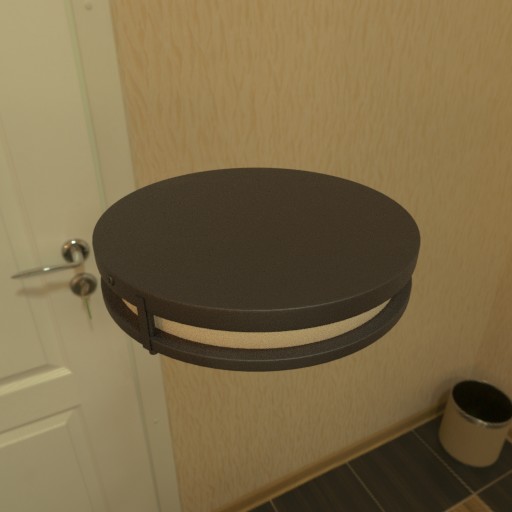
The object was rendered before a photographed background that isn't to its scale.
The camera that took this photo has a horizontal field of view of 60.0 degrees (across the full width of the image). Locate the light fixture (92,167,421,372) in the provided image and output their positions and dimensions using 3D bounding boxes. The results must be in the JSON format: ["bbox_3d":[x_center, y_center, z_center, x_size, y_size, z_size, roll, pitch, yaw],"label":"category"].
[{"bbox_3d":[0.000,0.000,0.525,0.356,0.102,0.356,0,29,0],"label":"light fixture"}]
